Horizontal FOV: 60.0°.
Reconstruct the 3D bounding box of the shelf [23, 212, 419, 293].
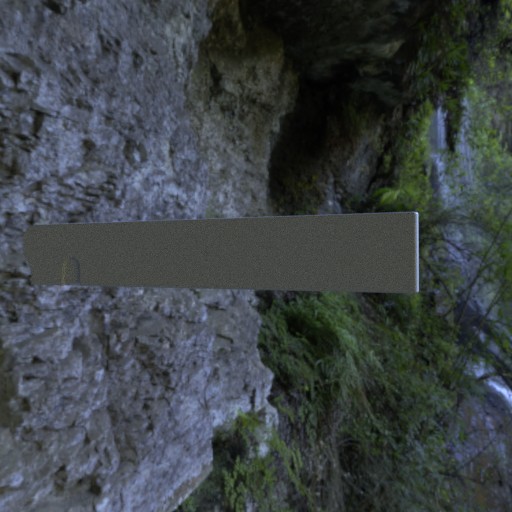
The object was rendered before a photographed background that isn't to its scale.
[{"bbox_3d":[0.000,0.000,0.465,0.310,0.050,0.310,0,-1,18],"label":"shelf"}]
